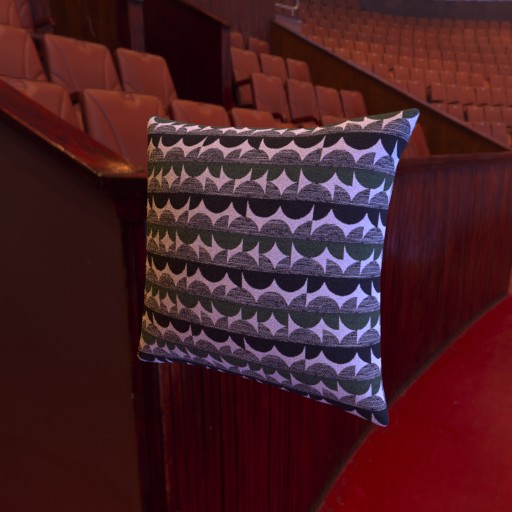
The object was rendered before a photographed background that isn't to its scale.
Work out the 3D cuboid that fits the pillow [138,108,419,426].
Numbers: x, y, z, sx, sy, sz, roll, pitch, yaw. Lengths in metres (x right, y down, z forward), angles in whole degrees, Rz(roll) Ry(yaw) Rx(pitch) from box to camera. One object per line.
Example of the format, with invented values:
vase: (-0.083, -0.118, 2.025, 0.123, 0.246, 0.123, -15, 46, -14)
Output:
pillow: (0.000, 0.000, 0.651, 0.419, 0.404, 0.180, 7, 16, 25)
